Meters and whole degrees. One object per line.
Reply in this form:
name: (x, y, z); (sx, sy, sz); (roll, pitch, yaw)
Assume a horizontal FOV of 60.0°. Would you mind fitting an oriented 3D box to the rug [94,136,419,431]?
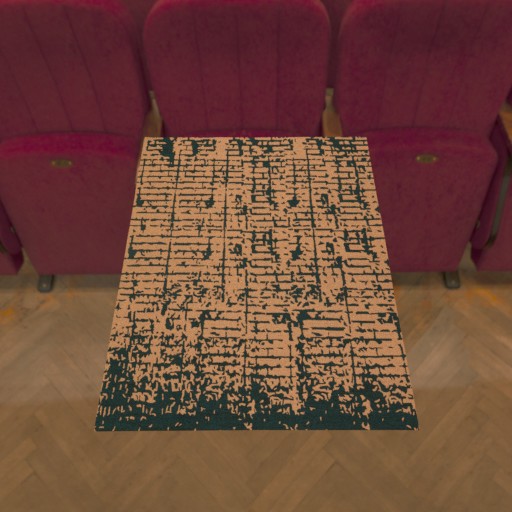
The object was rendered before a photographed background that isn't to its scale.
rug: (0.000, 0.000, 4.059); (2.416, 0.014, 3.017); (0, 59, 0)
